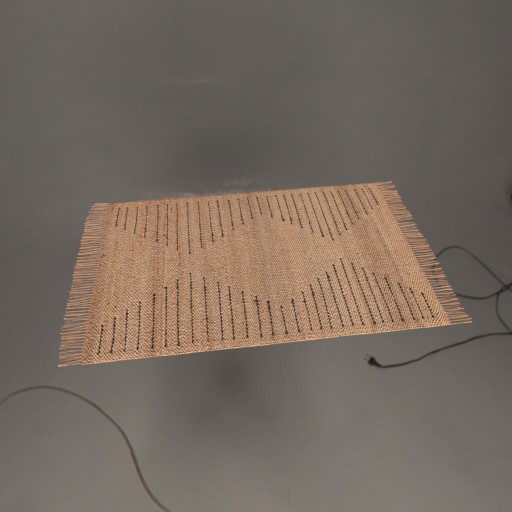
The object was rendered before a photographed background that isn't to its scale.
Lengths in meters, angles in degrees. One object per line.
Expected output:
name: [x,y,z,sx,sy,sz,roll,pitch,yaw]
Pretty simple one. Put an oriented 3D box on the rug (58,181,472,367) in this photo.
rug: [0.000,0.000,2.590,2.085,0.027,1.224,-5,45,-5]
